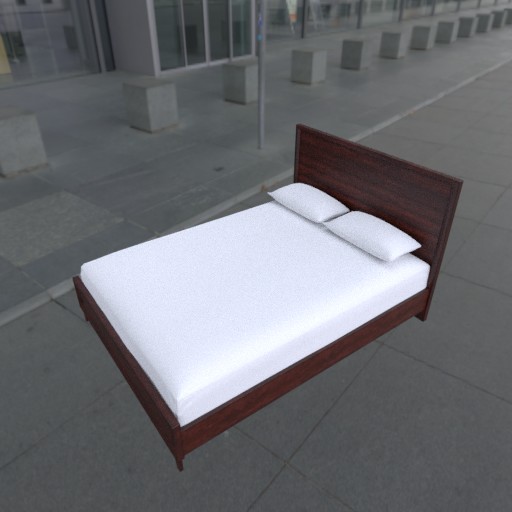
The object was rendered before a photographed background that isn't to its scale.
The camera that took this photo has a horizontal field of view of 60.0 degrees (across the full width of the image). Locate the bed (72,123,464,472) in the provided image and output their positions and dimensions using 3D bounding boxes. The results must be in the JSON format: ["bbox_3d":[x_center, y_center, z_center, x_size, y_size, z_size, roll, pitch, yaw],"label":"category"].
[{"bbox_3d":[0.000,0.000,4.041,2.803,1.492,2.040,-21,38,-30],"label":"bed"}]
